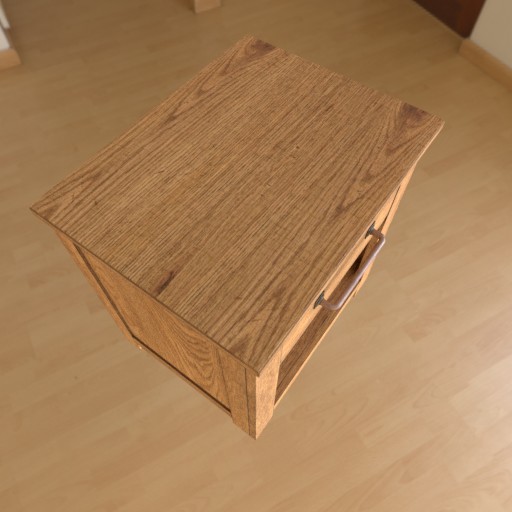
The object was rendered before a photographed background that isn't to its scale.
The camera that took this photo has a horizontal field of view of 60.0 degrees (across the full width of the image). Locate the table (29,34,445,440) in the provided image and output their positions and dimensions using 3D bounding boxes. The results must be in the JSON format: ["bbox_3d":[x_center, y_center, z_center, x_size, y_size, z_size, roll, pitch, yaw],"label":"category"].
[{"bbox_3d":[0.000,0.000,1.044,0.494,0.625,0.601,32,63,18],"label":"table"}]
